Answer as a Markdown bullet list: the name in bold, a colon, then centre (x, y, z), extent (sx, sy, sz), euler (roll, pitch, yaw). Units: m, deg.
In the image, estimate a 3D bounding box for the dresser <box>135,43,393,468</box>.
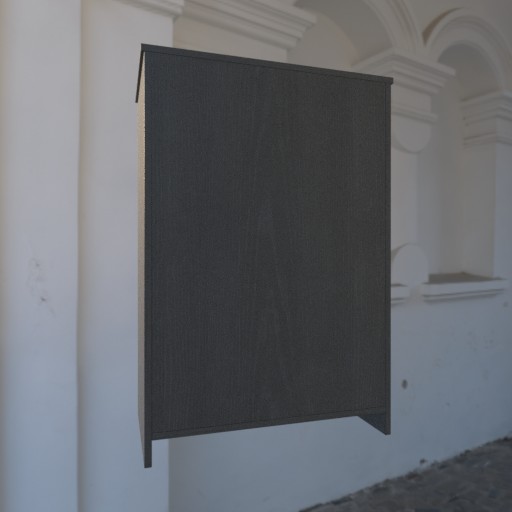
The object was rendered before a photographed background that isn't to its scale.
- **dresser**: centre (0.000, 0.000, 1.354), extent (0.700, 1.020, 0.398), euler (0, 0, -17)
